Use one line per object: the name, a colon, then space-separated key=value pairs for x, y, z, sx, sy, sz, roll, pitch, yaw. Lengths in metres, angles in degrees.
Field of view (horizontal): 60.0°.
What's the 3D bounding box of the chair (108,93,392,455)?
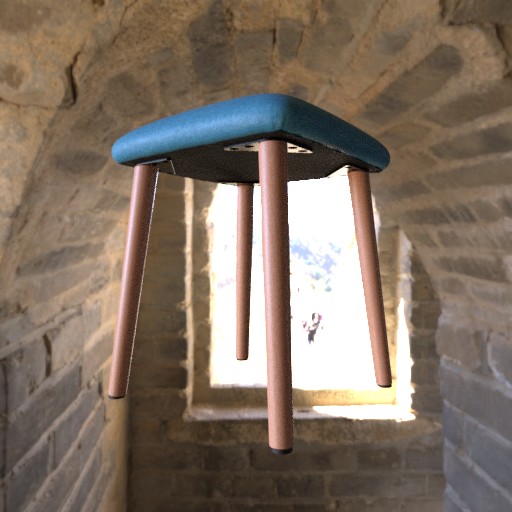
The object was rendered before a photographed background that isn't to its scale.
chair: x=0.000 y=0.000 z=0.737 sx=0.360 sy=0.450 sz=0.360 roll=0 pitch=0 yaw=37
